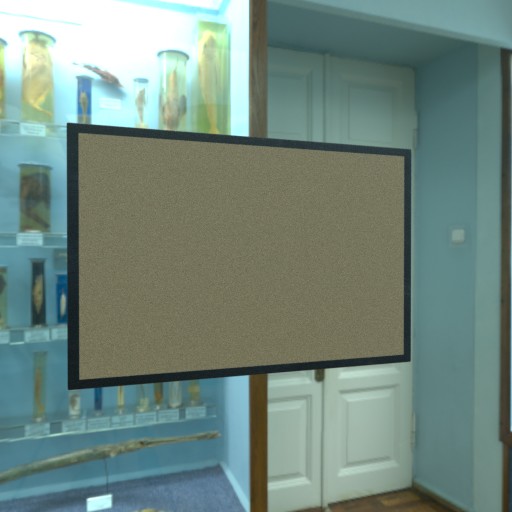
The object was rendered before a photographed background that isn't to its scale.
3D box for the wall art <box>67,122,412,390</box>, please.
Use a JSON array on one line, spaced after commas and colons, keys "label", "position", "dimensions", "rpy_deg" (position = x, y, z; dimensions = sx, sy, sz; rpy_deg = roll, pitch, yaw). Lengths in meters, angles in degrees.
[{"label": "wall art", "position": [0.000, 0.000, 0.777], "dimensions": [0.610, 0.409, 0.038], "rpy_deg": [0, 1, -17]}]
